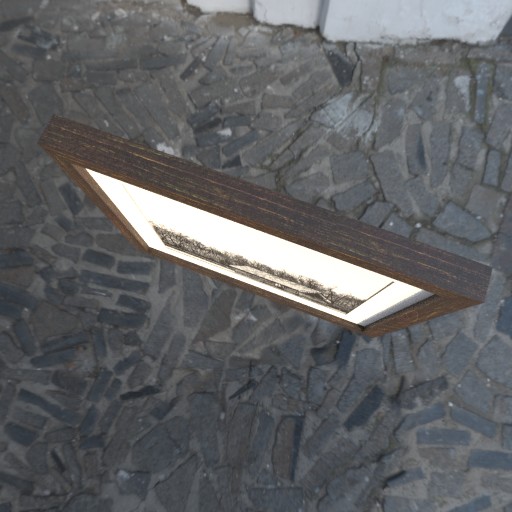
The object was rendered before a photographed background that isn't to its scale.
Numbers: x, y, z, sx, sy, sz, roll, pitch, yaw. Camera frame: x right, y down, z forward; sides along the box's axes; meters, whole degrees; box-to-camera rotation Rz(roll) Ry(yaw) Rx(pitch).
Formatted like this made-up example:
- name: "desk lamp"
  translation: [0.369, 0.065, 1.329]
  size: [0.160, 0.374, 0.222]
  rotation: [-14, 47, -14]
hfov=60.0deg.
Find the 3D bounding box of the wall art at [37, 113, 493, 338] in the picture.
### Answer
- name: "wall art"
  translation: [0.000, 0.000, 0.517]
  size: [0.381, 0.330, 0.031]
  rotation: [20, 76, 5]
